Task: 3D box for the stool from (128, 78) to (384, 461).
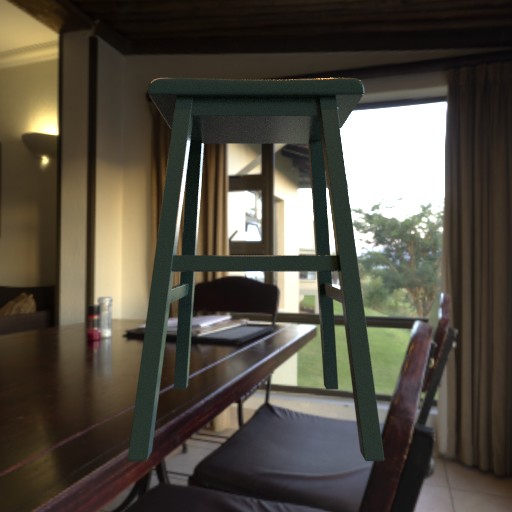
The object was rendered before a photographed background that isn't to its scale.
[{"bbox_3d":[0.000,0.000,1.032,0.457,0.737,0.476,0,-1,0],"label":"stool"}]
